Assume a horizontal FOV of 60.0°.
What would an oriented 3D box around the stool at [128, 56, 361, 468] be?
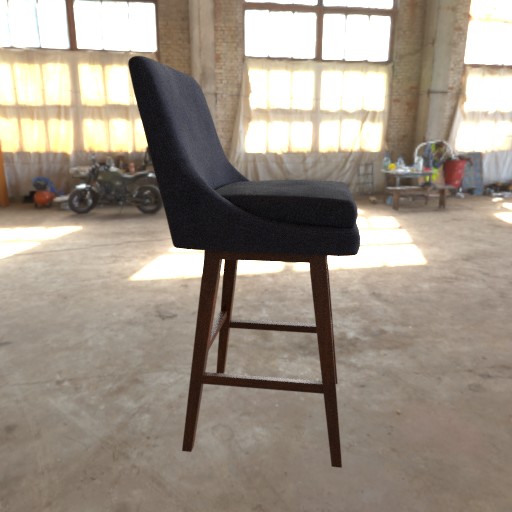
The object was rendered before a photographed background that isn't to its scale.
[{"bbox_3d":[0.000,0.000,1.332,0.572,1.068,0.489,2,16,8],"label":"stool"}]
